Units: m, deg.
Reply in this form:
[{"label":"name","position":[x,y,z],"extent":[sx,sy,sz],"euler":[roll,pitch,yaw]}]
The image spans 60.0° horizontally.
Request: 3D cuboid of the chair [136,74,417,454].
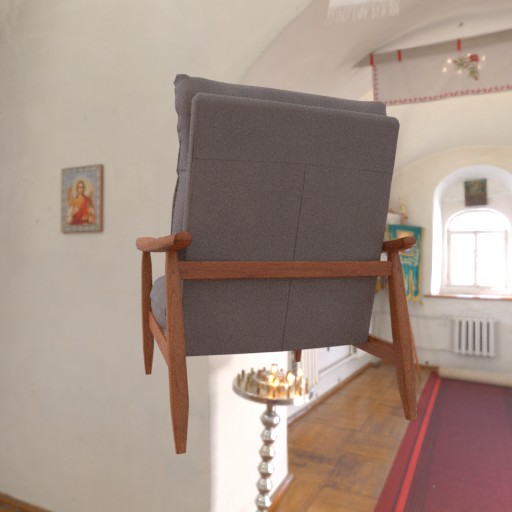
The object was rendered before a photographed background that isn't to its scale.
[{"label":"chair","position":[0.000,0.000,1.504],"extent":[0.782,0.922,0.816],"euler":[0,0,-19]}]
